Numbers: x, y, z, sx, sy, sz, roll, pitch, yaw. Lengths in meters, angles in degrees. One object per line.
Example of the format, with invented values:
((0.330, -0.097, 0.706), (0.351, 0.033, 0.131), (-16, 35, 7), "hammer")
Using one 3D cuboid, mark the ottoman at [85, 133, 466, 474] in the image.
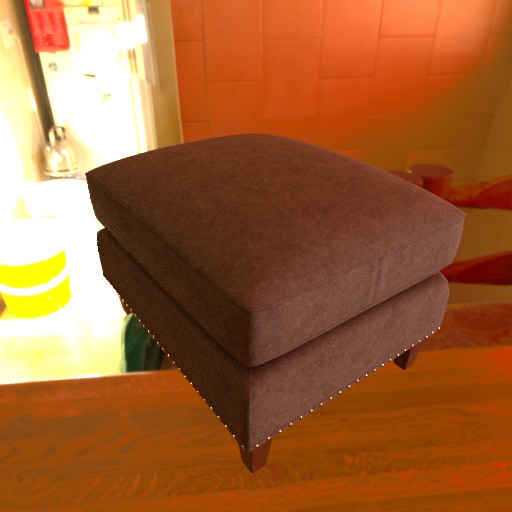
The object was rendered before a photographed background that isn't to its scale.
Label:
((0.000, 0.000, 1.116), (0.584, 0.513, 0.741), (-20, 36, -31), "ottoman")
